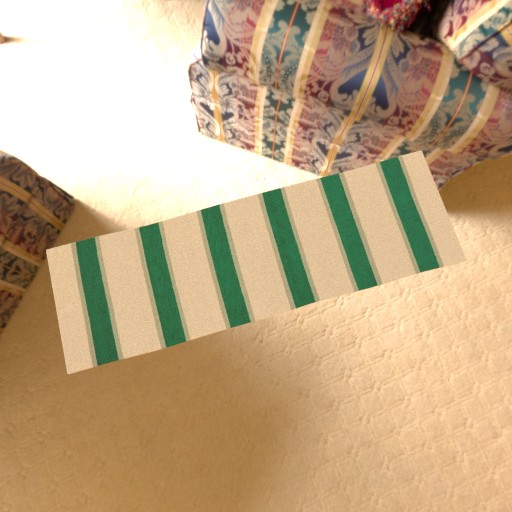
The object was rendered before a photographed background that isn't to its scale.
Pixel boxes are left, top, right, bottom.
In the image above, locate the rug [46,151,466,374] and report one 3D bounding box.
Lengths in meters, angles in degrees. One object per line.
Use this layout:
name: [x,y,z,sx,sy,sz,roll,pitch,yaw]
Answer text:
rug: [0.000,0.000,2.692,2.438,0.012,0.768,-15,76,-4]
